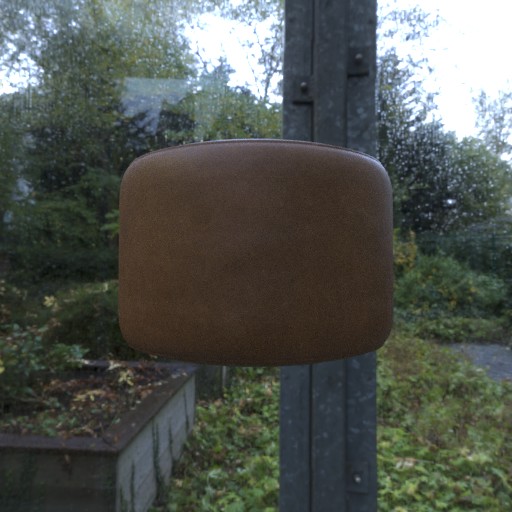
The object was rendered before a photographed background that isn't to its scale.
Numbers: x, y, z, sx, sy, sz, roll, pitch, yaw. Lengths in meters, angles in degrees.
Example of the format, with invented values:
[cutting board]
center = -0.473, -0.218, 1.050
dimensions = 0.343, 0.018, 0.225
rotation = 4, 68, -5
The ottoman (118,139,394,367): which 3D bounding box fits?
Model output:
[ottoman]
center = 0.000, 0.000, 1.026
dimensions = 0.607, 0.438, 0.607
rotation = 0, -2, 0
